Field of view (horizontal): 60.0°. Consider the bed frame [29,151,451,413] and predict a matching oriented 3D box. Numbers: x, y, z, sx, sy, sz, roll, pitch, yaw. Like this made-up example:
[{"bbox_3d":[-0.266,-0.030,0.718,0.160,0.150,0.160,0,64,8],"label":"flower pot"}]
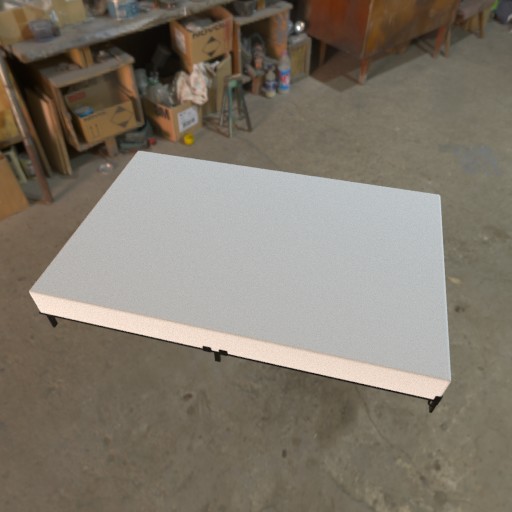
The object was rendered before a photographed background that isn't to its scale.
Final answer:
[{"bbox_3d":[0.000,0.000,3.794,2.987,0.440,1.930,10,47,10],"label":"bed frame"}]
